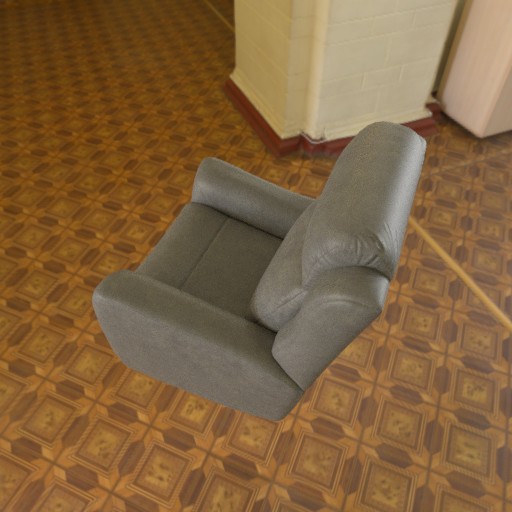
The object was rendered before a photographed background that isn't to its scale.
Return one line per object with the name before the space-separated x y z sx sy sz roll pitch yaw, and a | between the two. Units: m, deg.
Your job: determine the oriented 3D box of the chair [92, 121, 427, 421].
chair | 0.000 0.000 1.864 1.068 1.116 0.965 17 50 15
